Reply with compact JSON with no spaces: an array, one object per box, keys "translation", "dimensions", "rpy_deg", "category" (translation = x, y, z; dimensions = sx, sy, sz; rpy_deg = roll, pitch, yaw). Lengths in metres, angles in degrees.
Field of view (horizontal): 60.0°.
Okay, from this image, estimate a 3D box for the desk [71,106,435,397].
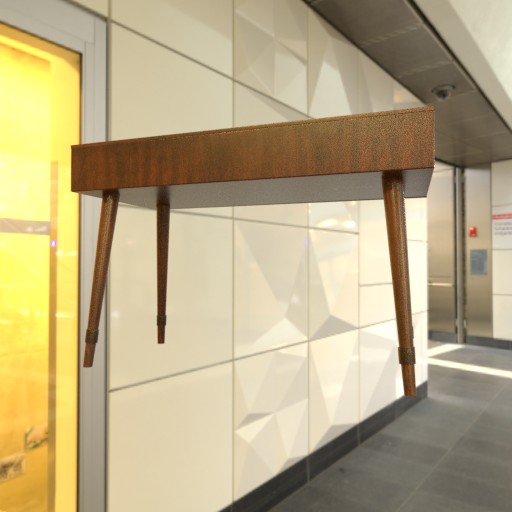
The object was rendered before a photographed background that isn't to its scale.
[{"translation":[0.000,0.000,2.147],"dimensions":[1.577,1.031,0.734],"rpy_deg":[0,-1,19],"category":"desk"}]
